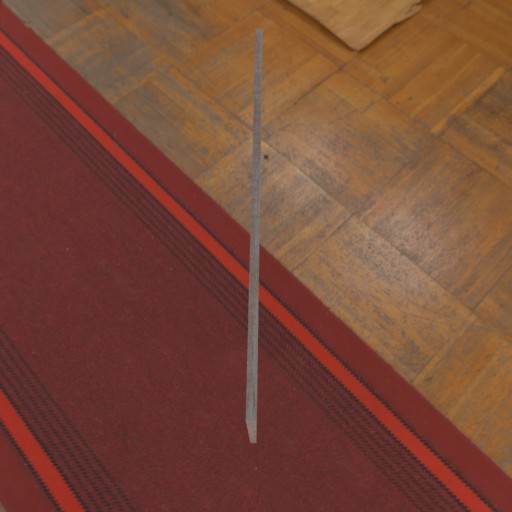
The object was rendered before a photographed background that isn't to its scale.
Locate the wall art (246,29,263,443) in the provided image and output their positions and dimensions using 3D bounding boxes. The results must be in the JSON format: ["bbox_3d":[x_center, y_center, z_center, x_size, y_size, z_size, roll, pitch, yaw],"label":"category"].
[{"bbox_3d":[0.000,0.000,1.347,0.019,0.774,1.012,1,64,0],"label":"wall art"}]
